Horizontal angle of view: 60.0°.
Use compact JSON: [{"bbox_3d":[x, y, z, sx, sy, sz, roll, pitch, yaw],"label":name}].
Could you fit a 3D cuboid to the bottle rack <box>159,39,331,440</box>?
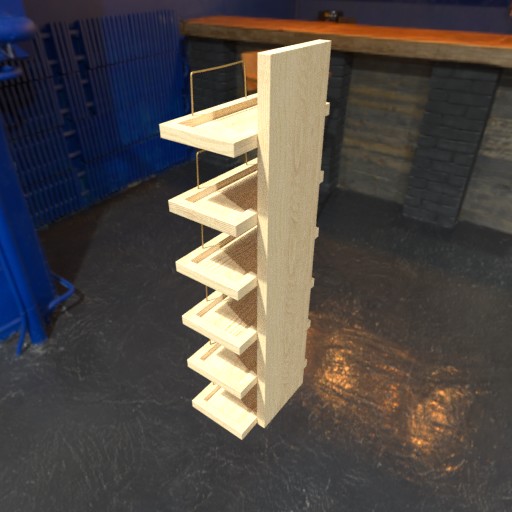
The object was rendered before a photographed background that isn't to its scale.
[{"bbox_3d":[0.000,0.000,1.076,0.206,0.943,0.330,22,39,30],"label":"bottle rack"}]
